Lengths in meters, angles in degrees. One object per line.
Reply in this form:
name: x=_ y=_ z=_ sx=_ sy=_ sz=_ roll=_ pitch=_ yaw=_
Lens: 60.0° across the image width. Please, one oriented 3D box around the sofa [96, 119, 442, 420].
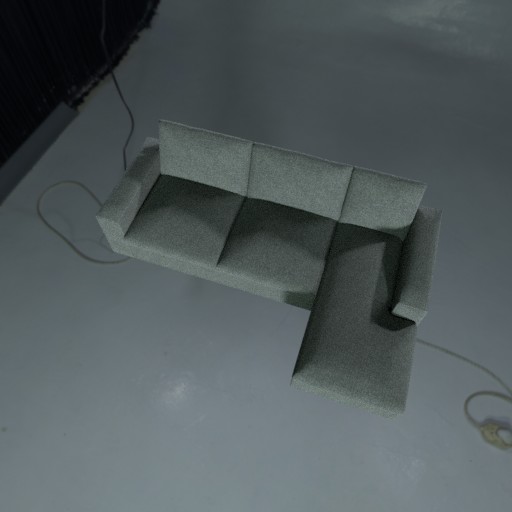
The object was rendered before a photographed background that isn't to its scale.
sofa: x=0.000 y=0.000 z=3.603 sx=2.718 sy=0.940 sz=1.689 roll=16 pitch=60 yaw=10
